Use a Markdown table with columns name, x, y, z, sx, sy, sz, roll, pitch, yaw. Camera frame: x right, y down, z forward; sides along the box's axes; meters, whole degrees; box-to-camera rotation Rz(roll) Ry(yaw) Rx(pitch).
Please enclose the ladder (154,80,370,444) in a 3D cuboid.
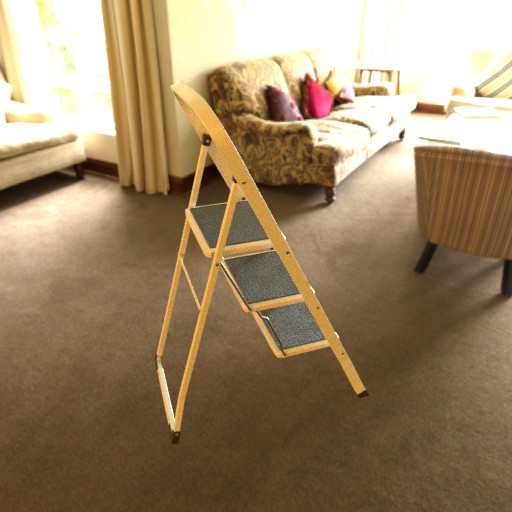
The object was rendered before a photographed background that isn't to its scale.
| name | x | y | z | sx | sy | sz | roll | pitch | yaw |
| --- | --- | --- | --- | --- | --- | --- | --- | --- | --- |
| ladder | 0.000 | 0.000 | 1.425 | 0.711 | 1.050 | 0.460 | -10 | 32 | -16 |
